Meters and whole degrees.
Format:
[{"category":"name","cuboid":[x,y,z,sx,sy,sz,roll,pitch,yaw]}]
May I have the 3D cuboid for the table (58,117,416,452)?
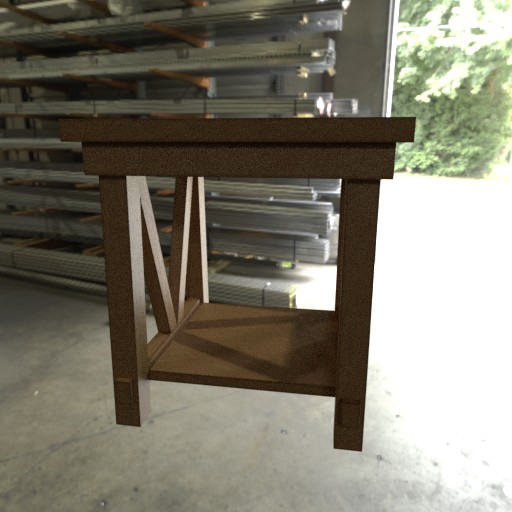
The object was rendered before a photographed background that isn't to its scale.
[{"category":"table","cuboid":[0.000,0.000,1.112,0.610,0.638,0.612,3,15,9]}]
